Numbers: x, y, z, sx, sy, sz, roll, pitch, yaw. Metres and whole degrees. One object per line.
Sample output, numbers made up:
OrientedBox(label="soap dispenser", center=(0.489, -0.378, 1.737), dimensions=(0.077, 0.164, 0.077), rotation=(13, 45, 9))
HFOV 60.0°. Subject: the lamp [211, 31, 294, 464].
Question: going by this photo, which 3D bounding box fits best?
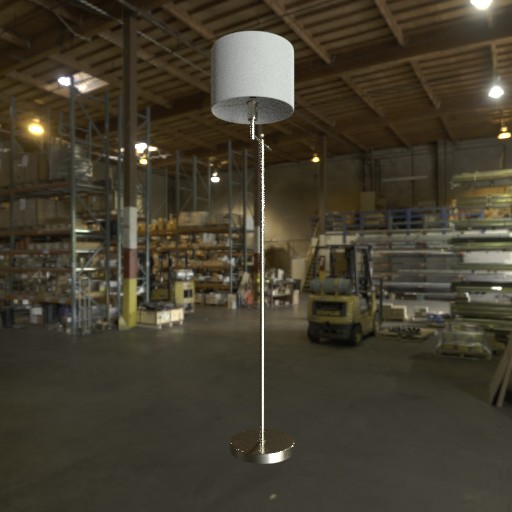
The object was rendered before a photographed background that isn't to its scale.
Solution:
OrientedBox(label="lamp", center=(0.000, 0.000, 1.773), dimensions=(0.324, 1.600, 0.416), rotation=(0, -1, 18))
